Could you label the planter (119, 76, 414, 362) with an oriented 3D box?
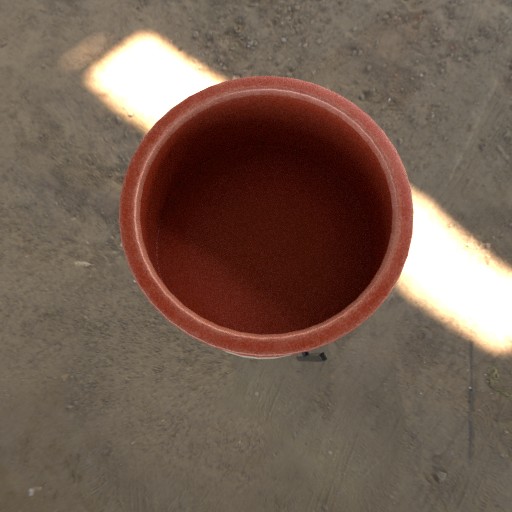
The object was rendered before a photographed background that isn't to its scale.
[{"bbox_3d":[0.000,0.000,0.519,0.251,0.354,0.235,2,77,1],"label":"planter"}]
